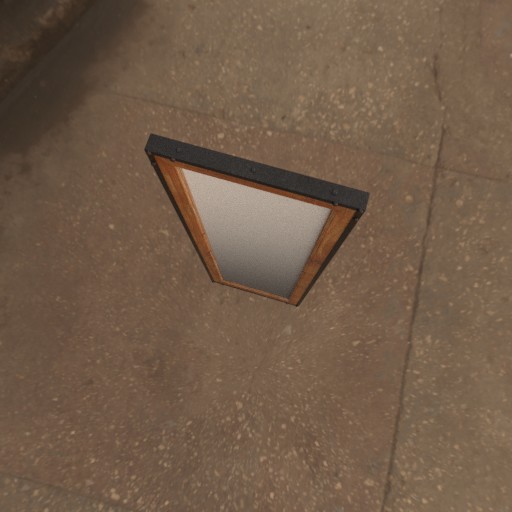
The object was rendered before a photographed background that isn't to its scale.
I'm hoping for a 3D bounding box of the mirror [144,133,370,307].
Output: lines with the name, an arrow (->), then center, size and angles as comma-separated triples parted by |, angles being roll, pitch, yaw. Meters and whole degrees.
mirror -> 0.000, 0.000, 1.194 | 0.354, 1.080, 0.042 | 16, 76, 4
